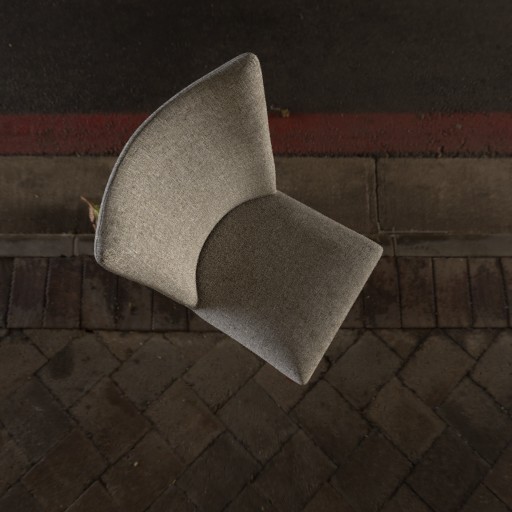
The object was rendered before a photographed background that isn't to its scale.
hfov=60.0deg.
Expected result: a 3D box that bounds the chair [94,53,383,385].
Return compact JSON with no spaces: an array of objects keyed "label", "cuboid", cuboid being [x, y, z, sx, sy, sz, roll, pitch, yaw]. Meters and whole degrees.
[{"label":"chair","cuboid":[0.000,0.000,1.283,0.623,0.924,0.535,32,78,8]}]
